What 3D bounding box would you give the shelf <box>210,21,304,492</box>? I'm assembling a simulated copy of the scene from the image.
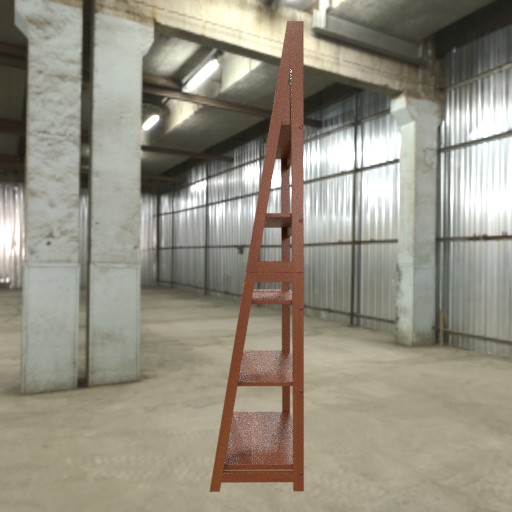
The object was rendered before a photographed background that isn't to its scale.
[{"bbox_3d":[0.000,0.000,1.988,0.356,1.780,0.630,0,0,-1],"label":"shelf"}]
